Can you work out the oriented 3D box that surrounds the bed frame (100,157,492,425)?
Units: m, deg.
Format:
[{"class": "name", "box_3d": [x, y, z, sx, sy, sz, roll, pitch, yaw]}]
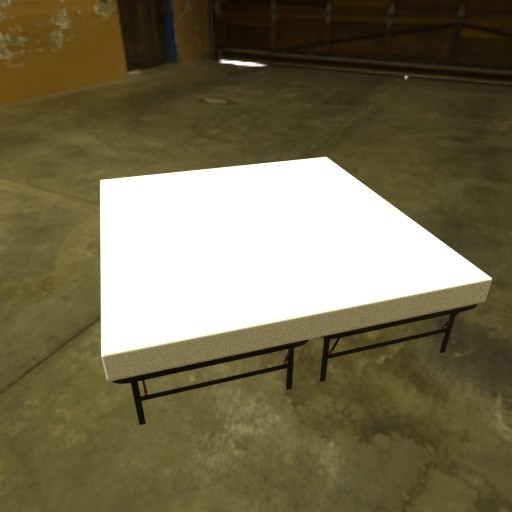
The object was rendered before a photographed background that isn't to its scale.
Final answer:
[{"class": "bed frame", "box_3d": [0.000, 0.000, 3.015, 1.930, 0.559, 2.032, -9, 32, -14]}]
